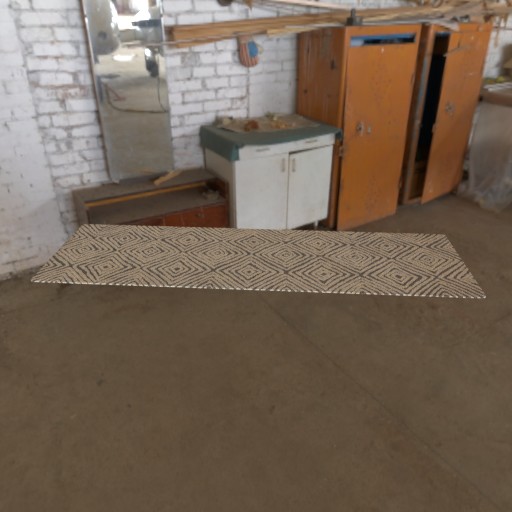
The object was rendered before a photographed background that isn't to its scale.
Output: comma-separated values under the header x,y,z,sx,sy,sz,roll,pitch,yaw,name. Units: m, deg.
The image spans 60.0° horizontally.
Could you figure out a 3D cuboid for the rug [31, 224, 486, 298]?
x,y,z,sx,sy,sz,roll,pitch,yaw,name
0.000,0.000,2.496,2.277,0.008,0.676,2,30,3,rug
